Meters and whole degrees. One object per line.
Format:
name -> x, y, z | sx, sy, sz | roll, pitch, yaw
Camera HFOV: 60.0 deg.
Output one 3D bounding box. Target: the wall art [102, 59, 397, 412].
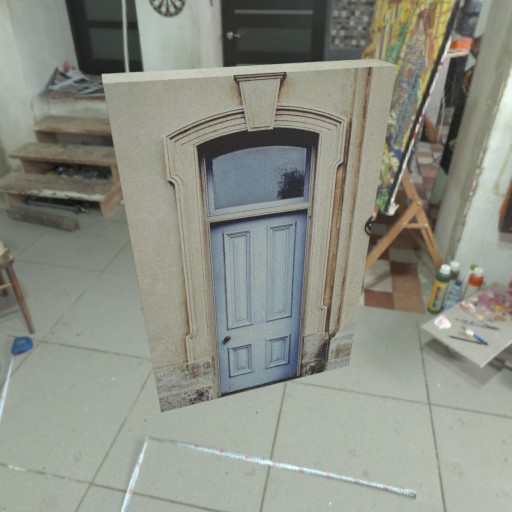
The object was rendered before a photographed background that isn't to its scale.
wall art -> 0.000, 0.000, 0.484 | 0.254, 0.381, 0.038 | -10, 34, -15
